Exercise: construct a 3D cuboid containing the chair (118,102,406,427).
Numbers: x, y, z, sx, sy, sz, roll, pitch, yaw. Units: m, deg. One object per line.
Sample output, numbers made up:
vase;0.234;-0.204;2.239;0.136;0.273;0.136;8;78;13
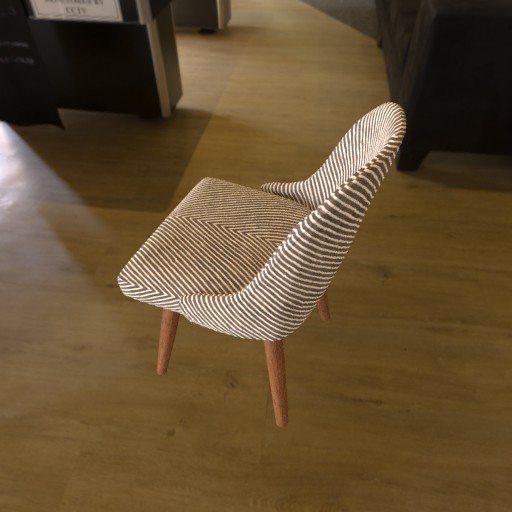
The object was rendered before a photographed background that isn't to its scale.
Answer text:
chair;0.000;0.000;1.207;0.591;0.883;0.504;18;49;16
